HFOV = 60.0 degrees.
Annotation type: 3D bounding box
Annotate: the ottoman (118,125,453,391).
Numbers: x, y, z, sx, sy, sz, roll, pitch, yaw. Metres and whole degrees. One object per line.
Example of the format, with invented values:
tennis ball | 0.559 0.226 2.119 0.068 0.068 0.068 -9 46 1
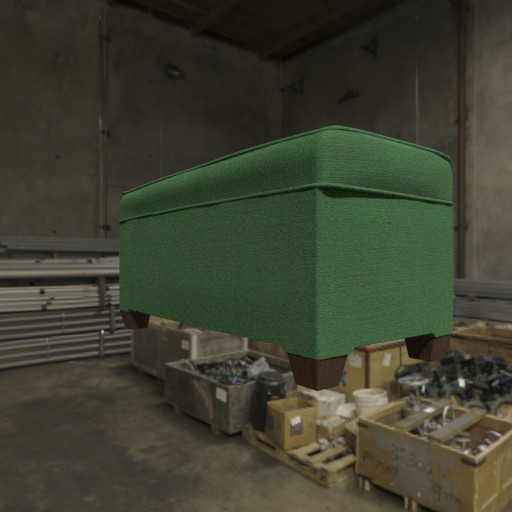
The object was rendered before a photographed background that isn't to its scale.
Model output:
ottoman | 0.000 0.000 1.240 0.483 0.471 0.957 0 0 -37
